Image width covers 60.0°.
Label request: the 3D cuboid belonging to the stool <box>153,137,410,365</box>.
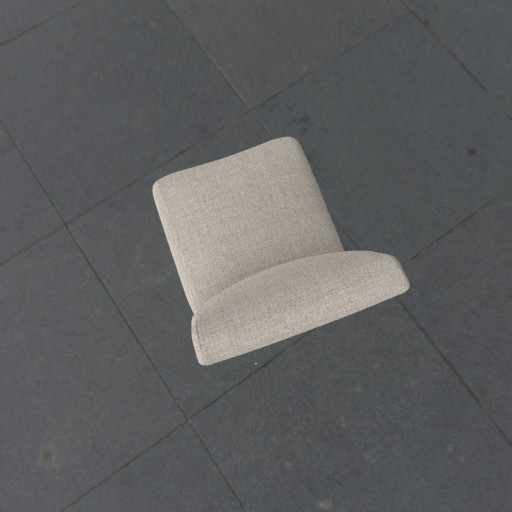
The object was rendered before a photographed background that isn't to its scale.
[{"bbox_3d":[0.000,0.000,1.390,0.483,1.106,0.569,-20,77,-5],"label":"stool"}]
